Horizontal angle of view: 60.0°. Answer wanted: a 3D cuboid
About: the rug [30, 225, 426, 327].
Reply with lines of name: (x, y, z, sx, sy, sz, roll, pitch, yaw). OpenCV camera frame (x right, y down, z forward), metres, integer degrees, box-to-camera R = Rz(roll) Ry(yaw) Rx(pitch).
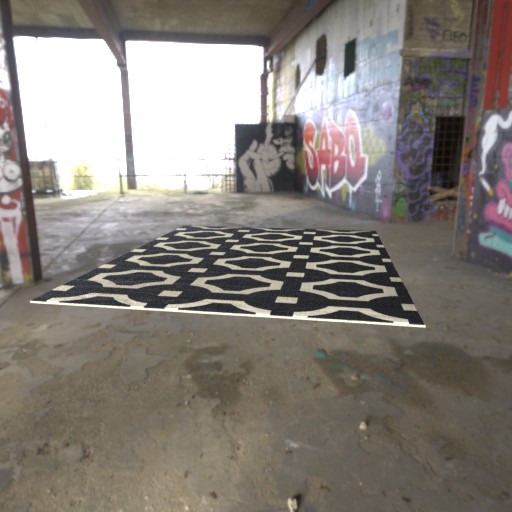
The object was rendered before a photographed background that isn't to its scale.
rug: (0.000, 0.000, 4.146, 2.466, 0.021, 3.049, 2, 13, 10)
